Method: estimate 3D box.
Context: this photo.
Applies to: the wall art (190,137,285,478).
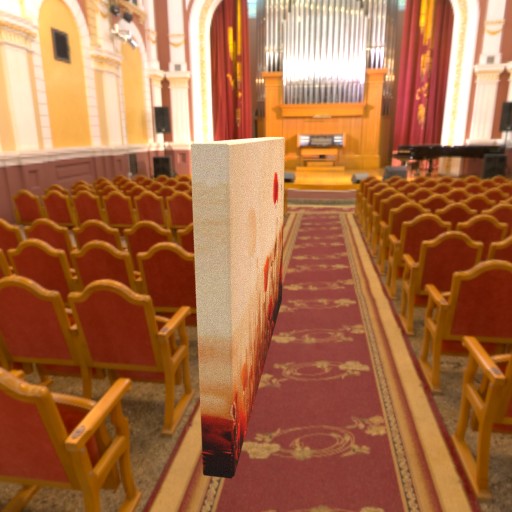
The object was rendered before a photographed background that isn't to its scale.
[{"bbox_3d":[0.000,0.000,0.788,0.040,0.402,0.613,2,16,8],"label":"wall art"}]
